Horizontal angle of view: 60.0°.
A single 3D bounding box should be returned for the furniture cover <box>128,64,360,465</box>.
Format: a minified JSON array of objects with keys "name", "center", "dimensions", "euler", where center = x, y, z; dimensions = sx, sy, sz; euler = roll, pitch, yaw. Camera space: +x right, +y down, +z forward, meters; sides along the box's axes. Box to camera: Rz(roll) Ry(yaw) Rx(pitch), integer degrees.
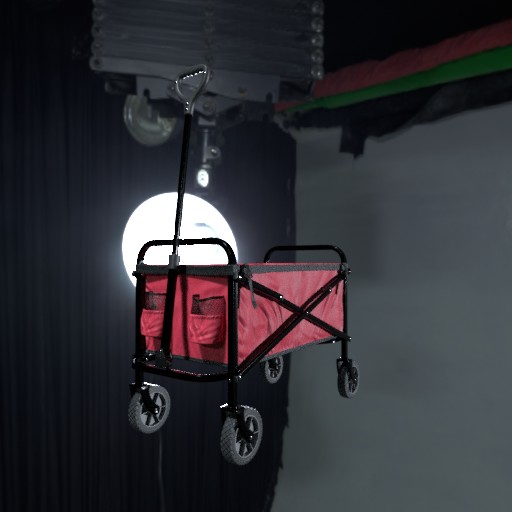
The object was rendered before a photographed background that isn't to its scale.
[{"name":"furniture cover","center":[0.000,0.000,1.815],"dimensions":[0.532,1.295,1.038],"euler":[0,-1,36]}]
